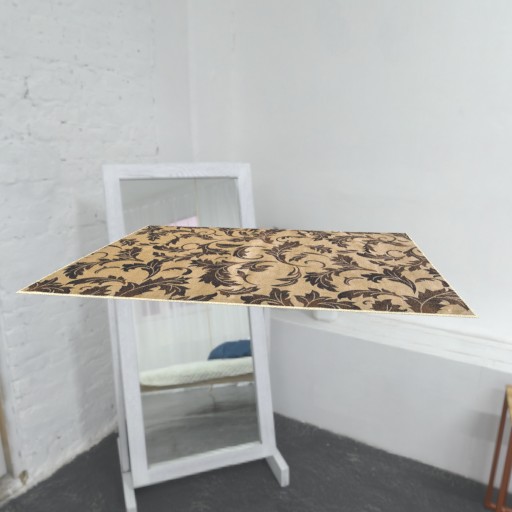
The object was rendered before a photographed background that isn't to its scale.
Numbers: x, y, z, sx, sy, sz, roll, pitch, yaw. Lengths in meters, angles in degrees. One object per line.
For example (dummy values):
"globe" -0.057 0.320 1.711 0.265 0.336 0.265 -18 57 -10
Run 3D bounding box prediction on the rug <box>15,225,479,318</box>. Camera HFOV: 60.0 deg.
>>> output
"rug" 0.000 0.000 3.919 2.977 0.008 2.380 2 15 8
